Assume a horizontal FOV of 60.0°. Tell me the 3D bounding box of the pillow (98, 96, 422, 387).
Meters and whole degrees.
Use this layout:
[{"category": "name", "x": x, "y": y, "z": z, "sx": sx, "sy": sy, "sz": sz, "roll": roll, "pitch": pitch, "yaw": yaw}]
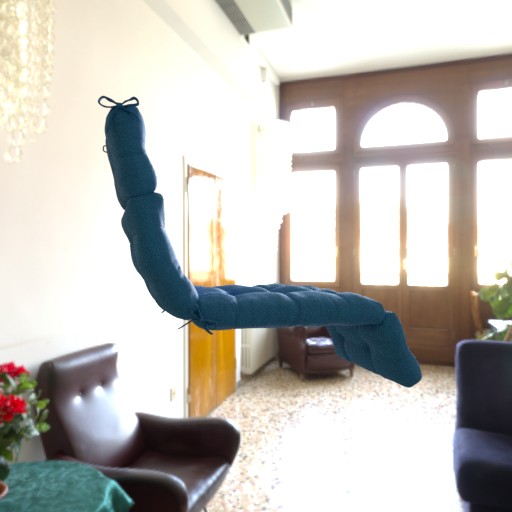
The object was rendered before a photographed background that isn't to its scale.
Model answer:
[{"category": "pillow", "x": 0.000, "y": 0.000, "z": 1.534, "sx": 1.016, "sy": 0.863, "sz": 0.526, "roll": 0, "pitch": 0, "yaw": -17}]
